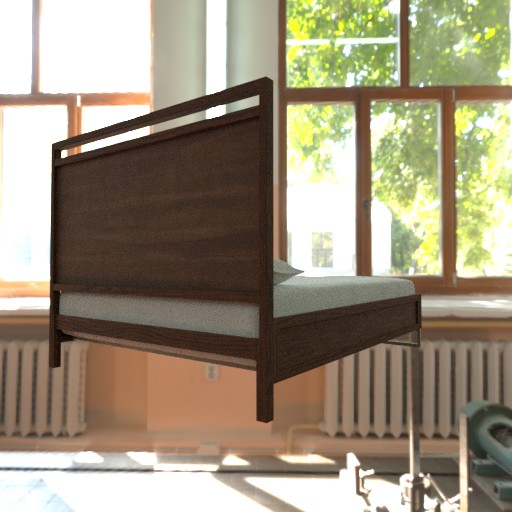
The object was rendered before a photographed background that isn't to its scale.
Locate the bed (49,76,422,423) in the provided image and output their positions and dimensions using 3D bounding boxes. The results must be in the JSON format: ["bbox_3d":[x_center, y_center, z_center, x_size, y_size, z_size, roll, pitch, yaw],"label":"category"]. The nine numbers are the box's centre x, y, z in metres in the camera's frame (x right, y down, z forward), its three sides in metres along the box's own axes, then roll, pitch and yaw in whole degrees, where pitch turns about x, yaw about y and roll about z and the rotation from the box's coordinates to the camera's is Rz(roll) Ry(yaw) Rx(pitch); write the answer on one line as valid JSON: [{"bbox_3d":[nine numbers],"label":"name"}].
[{"bbox_3d":[0.000,0.000,3.310,1.765,1.487,2.218,-1,-2,37],"label":"bed"}]
